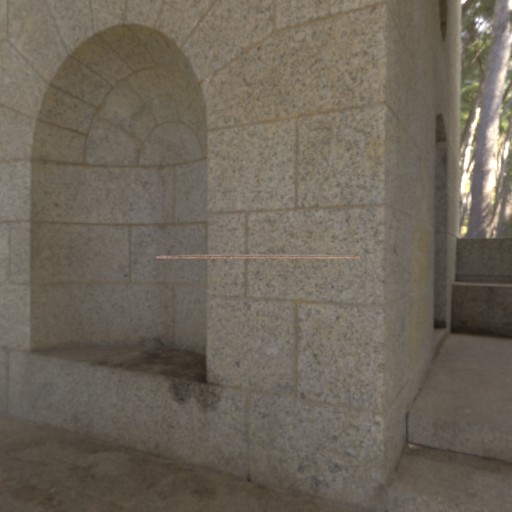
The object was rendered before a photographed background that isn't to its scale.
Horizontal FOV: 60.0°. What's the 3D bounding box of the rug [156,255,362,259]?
[{"bbox_3d":[0.000,0.000,2.682,0.685,0.013,2.437,0,0,0],"label":"rug"}]
